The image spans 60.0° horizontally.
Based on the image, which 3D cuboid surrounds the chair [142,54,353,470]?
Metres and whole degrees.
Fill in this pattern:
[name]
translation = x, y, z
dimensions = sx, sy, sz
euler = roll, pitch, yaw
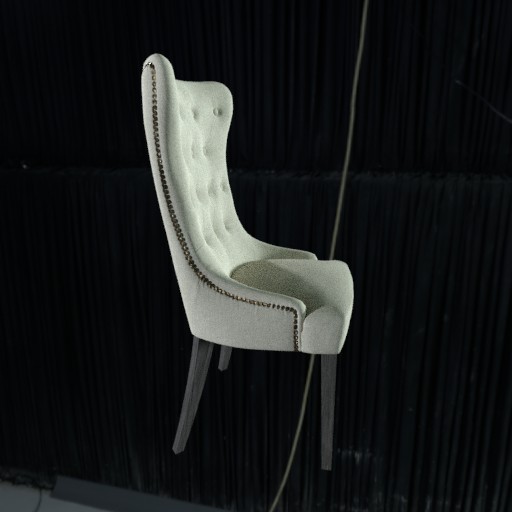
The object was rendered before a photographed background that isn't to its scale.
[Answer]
[chair]
translation = 0.000, 0.000, 1.352
dimensions = 0.590, 1.065, 0.584
euler = 3, 15, 11
